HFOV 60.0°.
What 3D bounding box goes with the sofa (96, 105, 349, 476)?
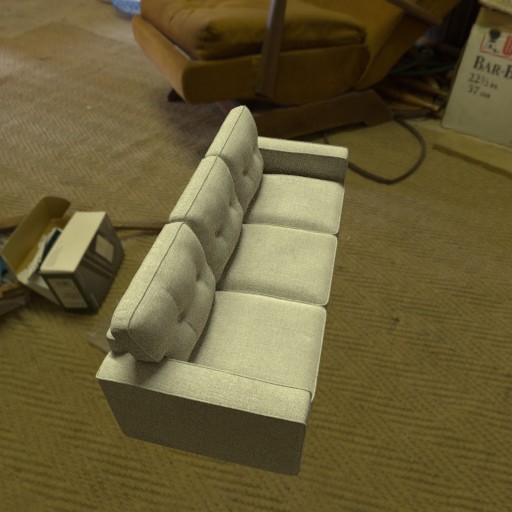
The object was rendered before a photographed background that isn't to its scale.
[{"bbox_3d":[0.000,0.000,2.658,0.939,0.965,2.133,9,45,9],"label":"sofa"}]
